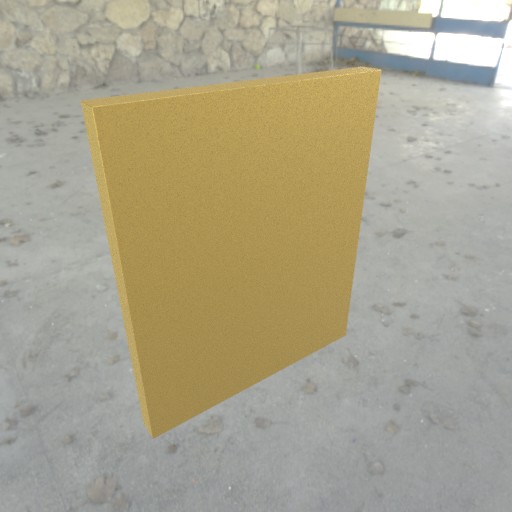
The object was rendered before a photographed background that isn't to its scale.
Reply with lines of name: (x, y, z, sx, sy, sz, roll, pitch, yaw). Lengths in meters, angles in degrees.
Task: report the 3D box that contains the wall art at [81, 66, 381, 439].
wall art: (0.000, 0.000, 0.868, 0.537, 0.642, 0.048, -20, 36, -30)
